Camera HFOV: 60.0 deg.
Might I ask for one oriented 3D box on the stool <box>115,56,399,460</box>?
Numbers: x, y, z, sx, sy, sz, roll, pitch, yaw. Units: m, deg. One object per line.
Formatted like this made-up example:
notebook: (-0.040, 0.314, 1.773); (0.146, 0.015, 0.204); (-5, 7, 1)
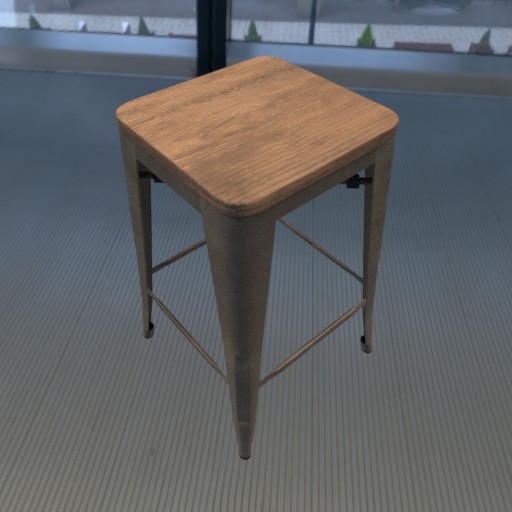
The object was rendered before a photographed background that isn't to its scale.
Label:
stool: (0.000, 0.000, 0.874); (0.407, 0.607, 0.407); (-32, 54, -27)
